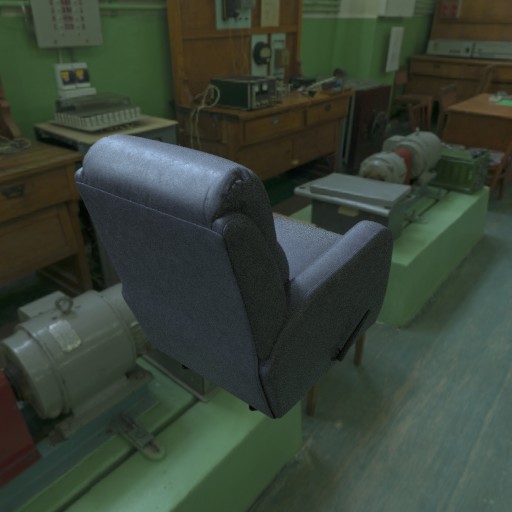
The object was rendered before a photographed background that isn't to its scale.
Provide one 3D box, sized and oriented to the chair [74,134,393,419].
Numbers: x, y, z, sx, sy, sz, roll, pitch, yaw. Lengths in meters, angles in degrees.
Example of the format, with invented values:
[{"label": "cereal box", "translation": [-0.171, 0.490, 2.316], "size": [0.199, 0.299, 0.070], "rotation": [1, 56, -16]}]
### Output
[{"label": "chair", "translation": [0.000, 0.000, 1.817], "size": [0.865, 1.067, 1.067], "rotation": [21, 35, 32]}]
